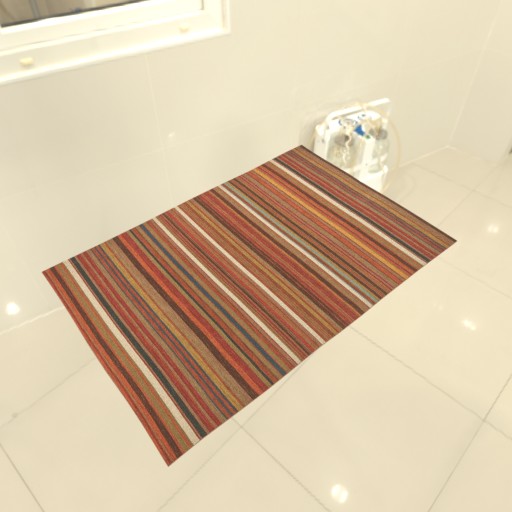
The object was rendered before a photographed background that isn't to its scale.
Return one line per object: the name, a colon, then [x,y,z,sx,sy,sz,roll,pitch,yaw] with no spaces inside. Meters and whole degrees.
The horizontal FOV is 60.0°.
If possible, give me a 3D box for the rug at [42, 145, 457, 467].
rug: [0.000,0.000,2.326,1.828,0.007,1.217,-31,54,-26]
